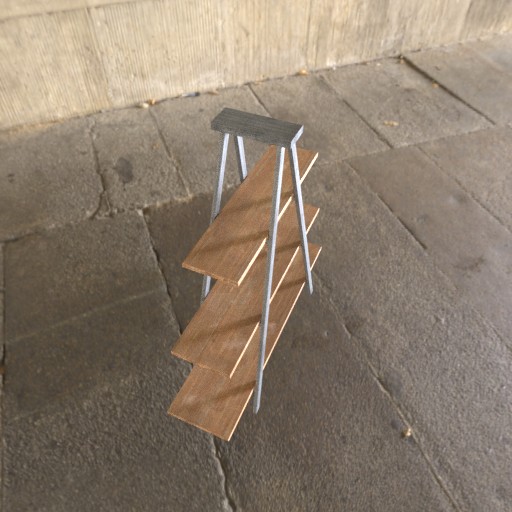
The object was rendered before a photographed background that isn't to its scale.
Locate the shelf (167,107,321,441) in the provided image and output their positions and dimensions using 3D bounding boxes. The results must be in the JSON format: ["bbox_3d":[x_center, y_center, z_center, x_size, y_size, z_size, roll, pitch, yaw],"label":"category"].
[{"bbox_3d":[0.000,0.000,2.752,0.508,1.808,1.746,18,50,16],"label":"shelf"}]
